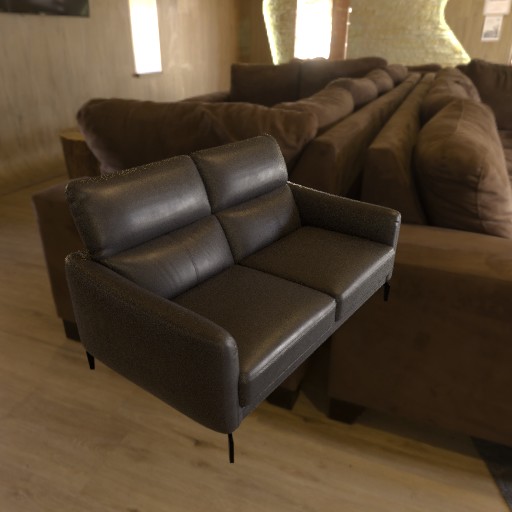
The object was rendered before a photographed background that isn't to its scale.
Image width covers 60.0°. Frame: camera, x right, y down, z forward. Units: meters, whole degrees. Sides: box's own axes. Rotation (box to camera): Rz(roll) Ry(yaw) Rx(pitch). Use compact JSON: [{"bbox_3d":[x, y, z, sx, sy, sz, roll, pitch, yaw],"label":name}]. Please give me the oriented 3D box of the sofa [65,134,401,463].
[{"bbox_3d":[0.000,0.000,2.225,0.958,0.920,1.596,18,31,33],"label":"sofa"}]
